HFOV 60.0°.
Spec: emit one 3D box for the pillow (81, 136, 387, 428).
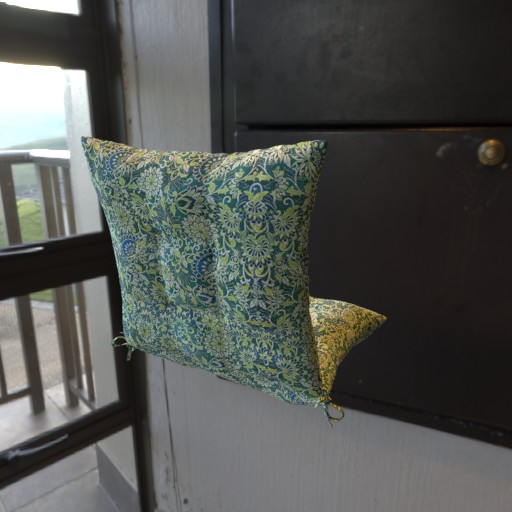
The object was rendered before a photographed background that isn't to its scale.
[{"bbox_3d":[0.000,0.000,1.022,0.541,0.536,0.585,9,18,28],"label":"pillow"}]
